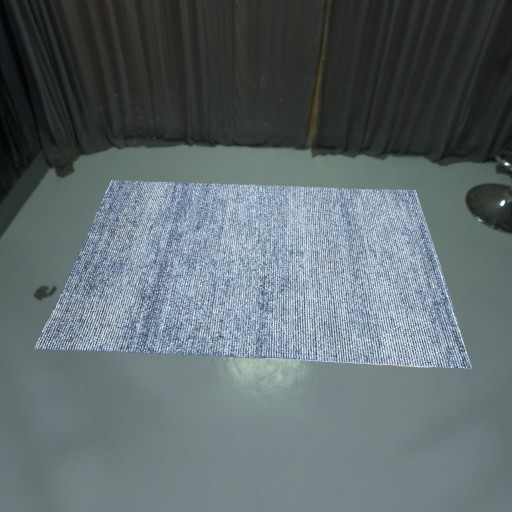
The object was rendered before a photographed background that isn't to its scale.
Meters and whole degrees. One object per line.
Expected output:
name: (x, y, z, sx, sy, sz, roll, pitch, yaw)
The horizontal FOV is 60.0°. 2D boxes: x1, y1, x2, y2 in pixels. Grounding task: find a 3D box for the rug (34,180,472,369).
rug: (0.000, 0.000, 2.194, 1.793, 0.025, 1.159, 2, 46, 2)
